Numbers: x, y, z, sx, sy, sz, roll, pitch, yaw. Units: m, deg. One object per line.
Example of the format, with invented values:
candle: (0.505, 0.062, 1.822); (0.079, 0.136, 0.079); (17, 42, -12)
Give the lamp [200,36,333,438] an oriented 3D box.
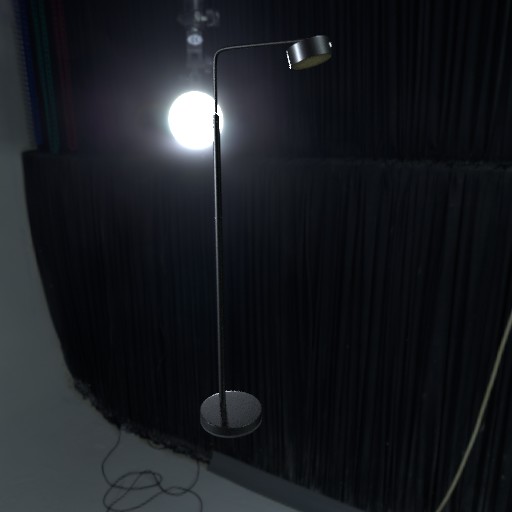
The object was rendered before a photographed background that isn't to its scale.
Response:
lamp: (0.000, 0.000, 1.383); (0.418, 1.230, 0.219); (8, 17, 26)
